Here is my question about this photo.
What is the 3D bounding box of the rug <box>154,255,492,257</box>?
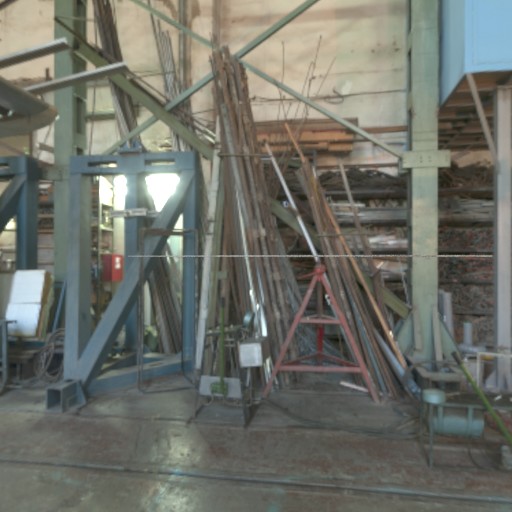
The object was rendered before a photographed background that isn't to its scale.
[{"bbox_3d":[0.000,0.000,2.658,0.706,0.009,2.443,0,0,-36],"label":"rug"}]
